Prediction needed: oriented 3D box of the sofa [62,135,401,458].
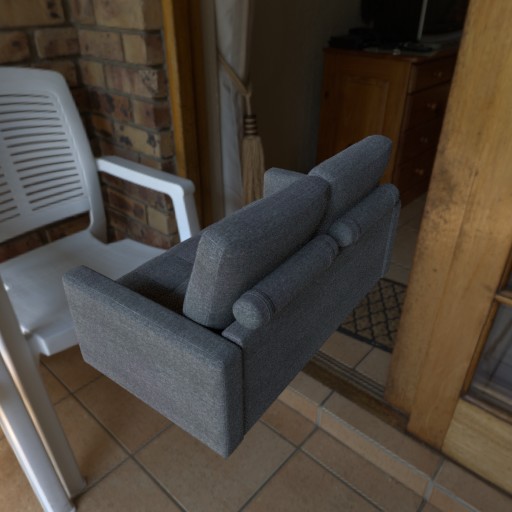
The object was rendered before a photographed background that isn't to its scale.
[{"bbox_3d":[0.000,0.000,1.974,0.842,0.907,1.407,21,37,30],"label":"sofa"}]
